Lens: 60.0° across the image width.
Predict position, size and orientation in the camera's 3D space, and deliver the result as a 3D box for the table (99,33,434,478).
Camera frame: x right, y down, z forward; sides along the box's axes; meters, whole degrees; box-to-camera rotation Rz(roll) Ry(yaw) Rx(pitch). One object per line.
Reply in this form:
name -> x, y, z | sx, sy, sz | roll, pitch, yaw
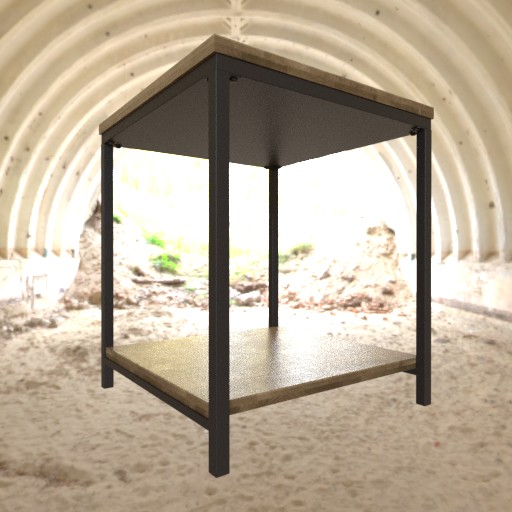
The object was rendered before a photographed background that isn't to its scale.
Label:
table -> 0.000, 0.000, 0.937 | 0.503, 0.589, 0.507 | 0, 0, -36
